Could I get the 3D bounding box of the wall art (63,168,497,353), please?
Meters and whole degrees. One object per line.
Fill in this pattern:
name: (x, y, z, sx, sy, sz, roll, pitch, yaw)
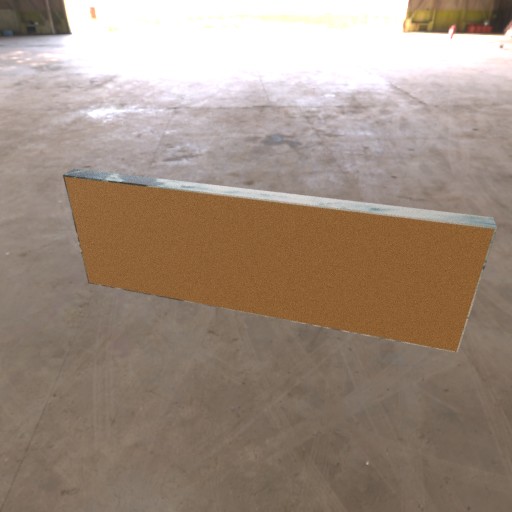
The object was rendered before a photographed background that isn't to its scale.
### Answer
wall art: (0.000, 0.000, 0.831, 0.759, 0.251, 0.037, 9, 32, 14)
